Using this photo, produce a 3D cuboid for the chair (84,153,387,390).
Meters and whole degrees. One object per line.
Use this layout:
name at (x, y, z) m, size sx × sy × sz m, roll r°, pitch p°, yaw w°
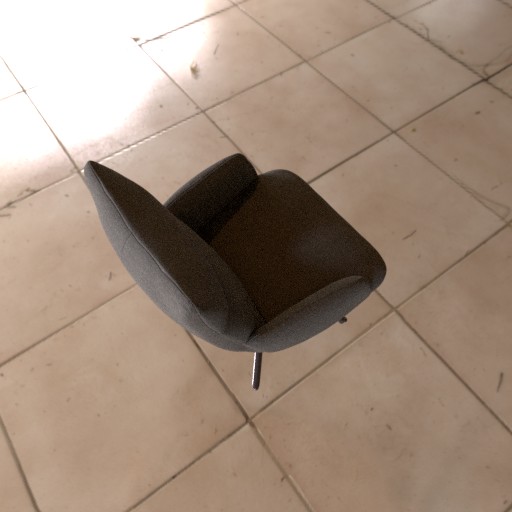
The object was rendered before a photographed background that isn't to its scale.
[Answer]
chair at (0.000, 0.000, 1.561) m, size 0.831 × 0.984 × 0.702 m, roll -33°, pitch 65°, yaw -18°
